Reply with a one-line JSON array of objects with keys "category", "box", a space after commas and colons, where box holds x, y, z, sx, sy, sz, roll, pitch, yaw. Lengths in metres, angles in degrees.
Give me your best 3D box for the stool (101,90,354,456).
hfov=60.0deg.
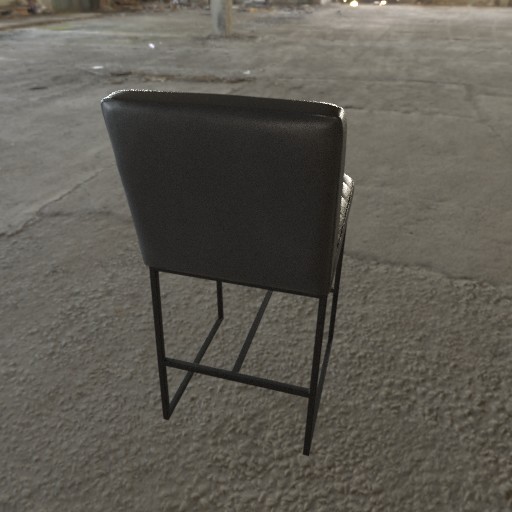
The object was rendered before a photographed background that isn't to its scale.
[{"category": "stool", "box": [0.000, 0.000, 1.212, 0.457, 0.938, 0.552, 9, 33, 14]}]
